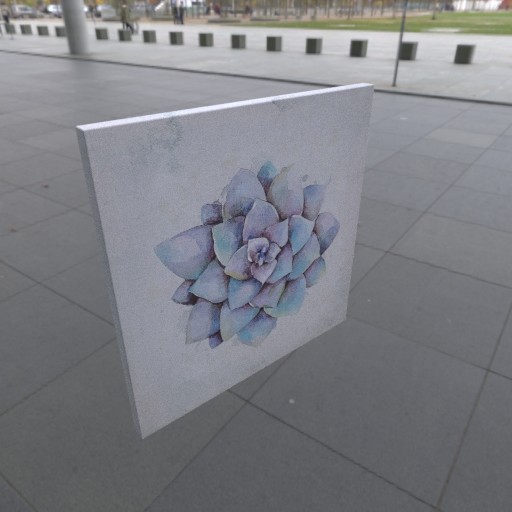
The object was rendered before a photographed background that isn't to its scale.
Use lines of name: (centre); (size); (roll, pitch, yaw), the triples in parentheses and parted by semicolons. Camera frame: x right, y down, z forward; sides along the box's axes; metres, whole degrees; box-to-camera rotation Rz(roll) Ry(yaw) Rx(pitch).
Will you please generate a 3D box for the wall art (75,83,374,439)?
wall art: (0.000, 0.000, 1.135); (0.762, 0.762, 0.038); (-22, 36, -33)
